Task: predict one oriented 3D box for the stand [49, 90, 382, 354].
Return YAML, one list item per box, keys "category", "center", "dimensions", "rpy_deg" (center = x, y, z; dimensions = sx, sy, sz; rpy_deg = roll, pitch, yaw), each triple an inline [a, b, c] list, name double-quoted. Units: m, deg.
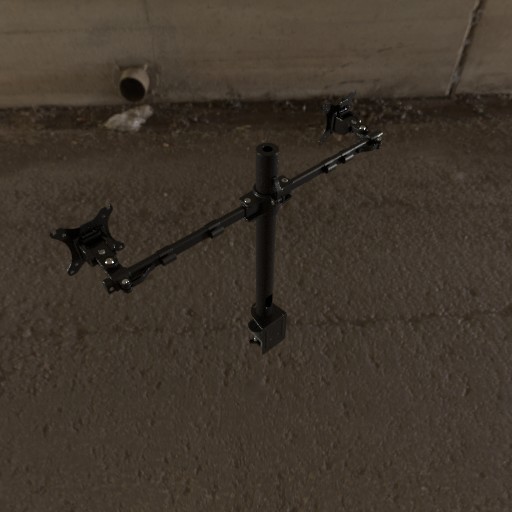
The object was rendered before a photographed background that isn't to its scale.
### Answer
- category: "stand"
  center: [0.000, 0.000, 1.017]
  dimensions: [0.743, 0.603, 0.150]
  rpy_deg: [-32, 55, -26]
